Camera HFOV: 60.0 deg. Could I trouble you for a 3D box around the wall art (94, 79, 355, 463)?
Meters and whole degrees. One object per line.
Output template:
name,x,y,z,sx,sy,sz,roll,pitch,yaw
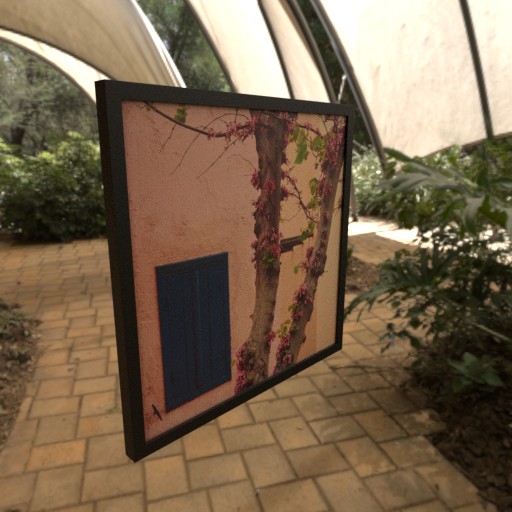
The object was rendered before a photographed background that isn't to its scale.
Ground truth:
wall art,0.000,0.000,1.118,0.762,0.762,0.038,-14,20,-43
